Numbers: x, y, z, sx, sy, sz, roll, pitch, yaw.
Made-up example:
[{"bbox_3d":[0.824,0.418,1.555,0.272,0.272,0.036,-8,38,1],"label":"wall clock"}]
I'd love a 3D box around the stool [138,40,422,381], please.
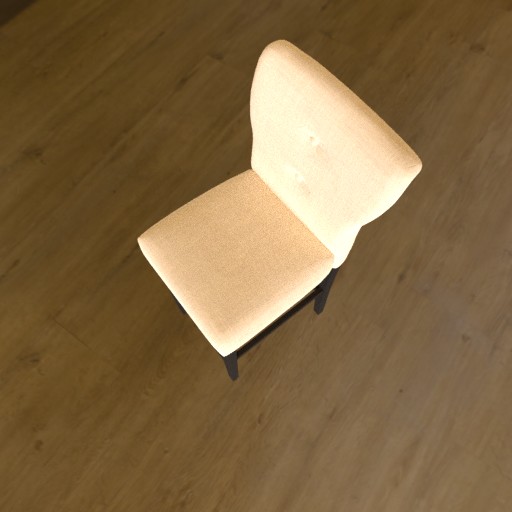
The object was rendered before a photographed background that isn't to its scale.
[{"bbox_3d":[0.000,0.000,1.497,0.603,1.124,0.516,-36,71,-15],"label":"stool"}]
